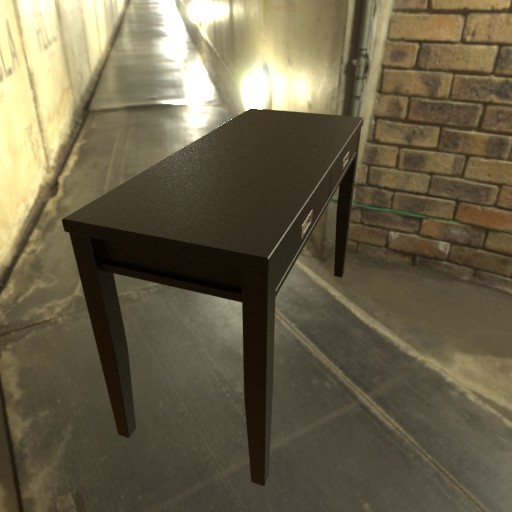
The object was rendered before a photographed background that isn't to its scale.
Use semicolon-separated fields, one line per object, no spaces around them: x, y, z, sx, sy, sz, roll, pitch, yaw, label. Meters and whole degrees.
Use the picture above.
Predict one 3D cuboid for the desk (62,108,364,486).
0.000;0.000;1.636;0.508;0.775;1.220;11;32;17;desk
